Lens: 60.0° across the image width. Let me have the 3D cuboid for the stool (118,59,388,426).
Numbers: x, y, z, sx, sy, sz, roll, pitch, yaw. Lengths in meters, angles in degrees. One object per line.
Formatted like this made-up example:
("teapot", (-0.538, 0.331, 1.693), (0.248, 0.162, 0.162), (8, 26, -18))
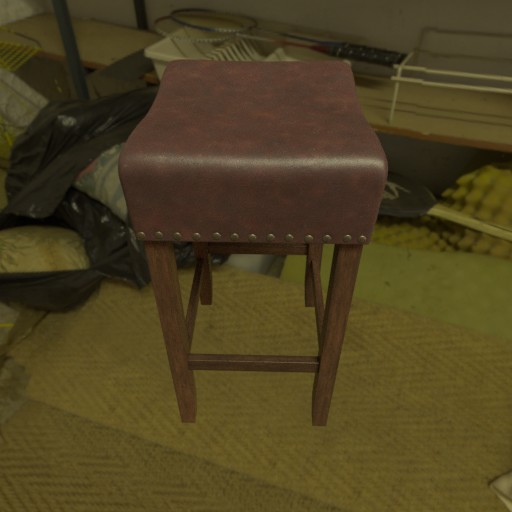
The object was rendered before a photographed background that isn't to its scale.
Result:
("stool", (0.000, 0.000, 1.052), (0.401, 0.769, 0.465), (1, 41, 1))
